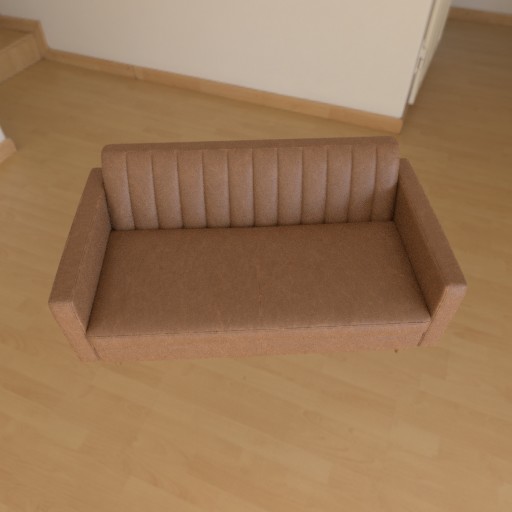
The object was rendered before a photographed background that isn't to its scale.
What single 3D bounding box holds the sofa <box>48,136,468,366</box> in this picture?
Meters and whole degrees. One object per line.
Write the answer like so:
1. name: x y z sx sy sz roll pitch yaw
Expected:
1. sofa: 0.000 0.000 2.380 1.847 0.821 0.993 -2 48 -2
